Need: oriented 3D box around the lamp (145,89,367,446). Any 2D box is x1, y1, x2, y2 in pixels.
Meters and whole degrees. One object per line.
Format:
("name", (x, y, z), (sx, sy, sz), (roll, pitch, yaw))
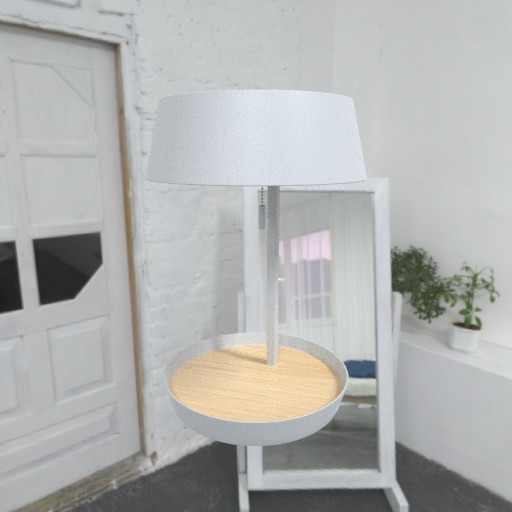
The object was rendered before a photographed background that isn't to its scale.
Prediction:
("lamp", (0.000, 0.000, 0.623), (0.291, 0.429, 0.291), (0, 13, 0))
